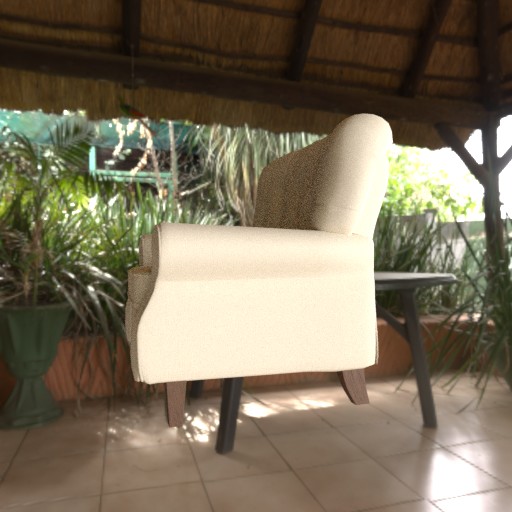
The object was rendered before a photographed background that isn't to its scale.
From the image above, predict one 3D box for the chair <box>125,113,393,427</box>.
[{"bbox_3d":[0.000,0.000,2.030,1.132,1.169,1.035,0,0,-18],"label":"chair"}]
